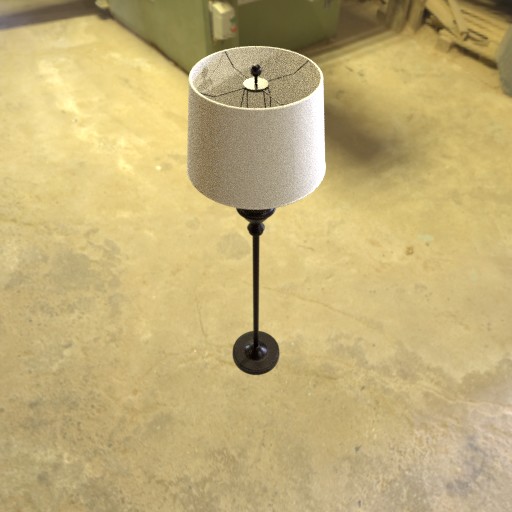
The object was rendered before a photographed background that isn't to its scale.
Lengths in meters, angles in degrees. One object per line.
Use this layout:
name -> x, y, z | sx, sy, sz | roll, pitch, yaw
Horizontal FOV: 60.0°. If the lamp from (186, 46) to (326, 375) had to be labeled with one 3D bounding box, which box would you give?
lamp -> 0.000, 0.000, 1.702 | 0.431, 1.484, 0.431 | 0, 48, 0
